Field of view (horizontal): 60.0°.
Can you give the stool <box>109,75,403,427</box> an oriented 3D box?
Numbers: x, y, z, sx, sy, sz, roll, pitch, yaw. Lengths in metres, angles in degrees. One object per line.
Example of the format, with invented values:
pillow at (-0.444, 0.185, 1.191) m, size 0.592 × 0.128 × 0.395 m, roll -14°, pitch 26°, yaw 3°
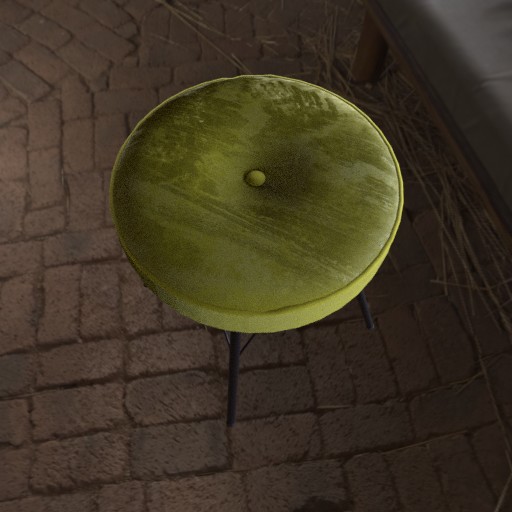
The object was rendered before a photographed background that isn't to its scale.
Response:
stool at (0.000, 0.000, 0.829) m, size 0.409 × 0.508 × 0.409 m, roll -31°, pitch 67°, yaw -15°
